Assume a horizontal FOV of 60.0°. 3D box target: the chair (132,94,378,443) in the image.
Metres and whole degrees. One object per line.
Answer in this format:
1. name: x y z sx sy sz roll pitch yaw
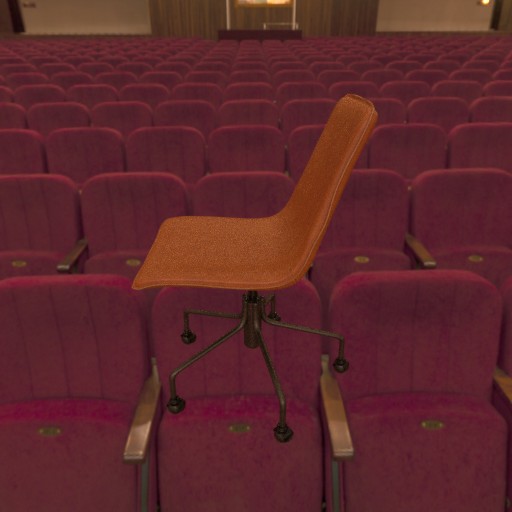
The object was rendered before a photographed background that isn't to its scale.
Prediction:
1. chair: 0.000 0.000 1.372 0.660 0.920 0.651 0 26 0
